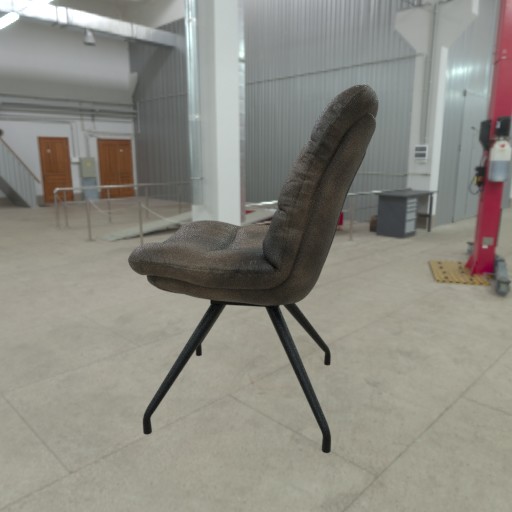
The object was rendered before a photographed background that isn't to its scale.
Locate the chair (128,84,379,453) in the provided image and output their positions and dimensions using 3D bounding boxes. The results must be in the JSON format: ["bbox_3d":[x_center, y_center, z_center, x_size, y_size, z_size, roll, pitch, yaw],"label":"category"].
[{"bbox_3d":[0.000,0.000,1.271,0.622,0.870,0.549,2,13,9],"label":"chair"}]
